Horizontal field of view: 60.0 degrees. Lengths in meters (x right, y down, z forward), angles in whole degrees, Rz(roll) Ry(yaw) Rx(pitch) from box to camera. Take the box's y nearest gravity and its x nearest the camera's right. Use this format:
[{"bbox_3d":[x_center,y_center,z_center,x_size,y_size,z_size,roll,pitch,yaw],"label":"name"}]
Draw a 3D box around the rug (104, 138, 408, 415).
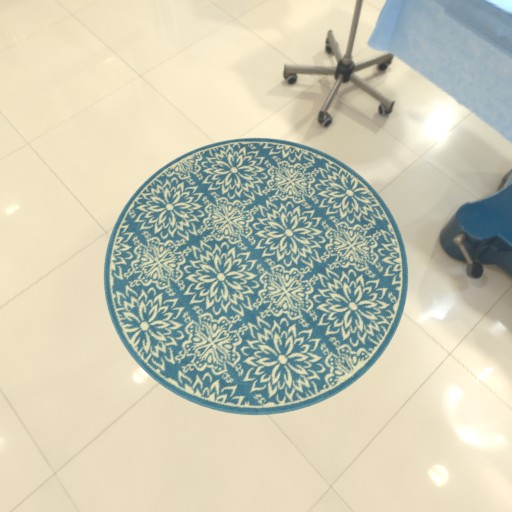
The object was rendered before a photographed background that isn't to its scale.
[{"bbox_3d":[0.000,0.000,2.344,1.593,0.012,1.593,0,64,0],"label":"rug"}]
